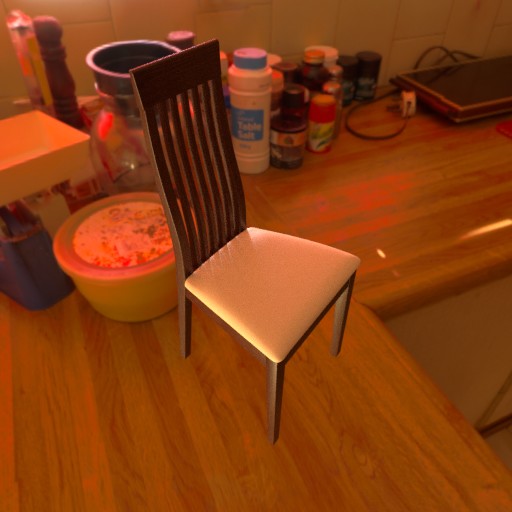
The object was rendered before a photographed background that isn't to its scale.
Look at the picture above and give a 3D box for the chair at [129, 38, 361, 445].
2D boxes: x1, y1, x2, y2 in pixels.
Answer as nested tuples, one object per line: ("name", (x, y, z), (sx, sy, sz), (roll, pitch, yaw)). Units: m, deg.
("chair", (0.000, 0.000, 1.275), (0.474, 1.027, 0.460), (26, 48, 26))
